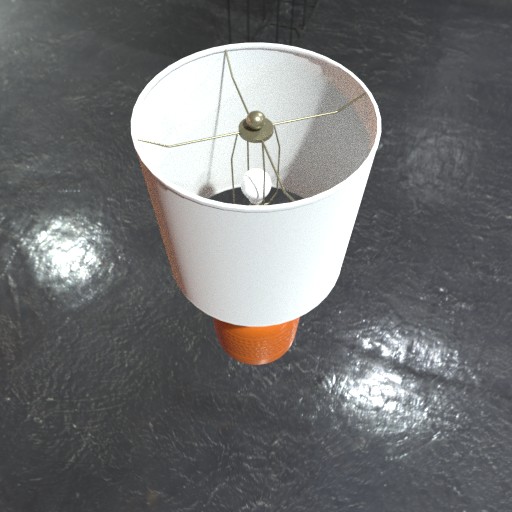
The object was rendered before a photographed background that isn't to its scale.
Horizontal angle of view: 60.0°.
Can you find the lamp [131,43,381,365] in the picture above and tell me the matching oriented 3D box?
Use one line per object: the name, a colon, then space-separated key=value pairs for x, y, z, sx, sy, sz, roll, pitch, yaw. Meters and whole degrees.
lamp: x=0.000 y=0.000 z=1.109 sx=0.418 sy=0.871 sz=0.418 roll=18 pitch=58 yaw=12
